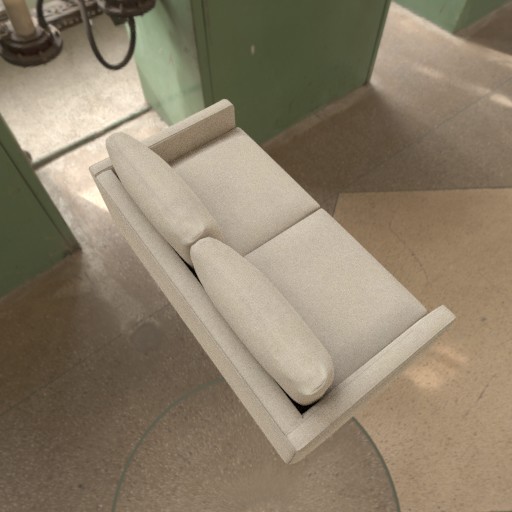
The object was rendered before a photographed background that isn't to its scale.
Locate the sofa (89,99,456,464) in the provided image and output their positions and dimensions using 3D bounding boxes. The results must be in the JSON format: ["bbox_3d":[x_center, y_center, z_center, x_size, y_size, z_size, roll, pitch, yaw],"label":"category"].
[{"bbox_3d":[0.000,0.000,2.185,0.875,0.840,1.682,-33,65,-18],"label":"sofa"}]
